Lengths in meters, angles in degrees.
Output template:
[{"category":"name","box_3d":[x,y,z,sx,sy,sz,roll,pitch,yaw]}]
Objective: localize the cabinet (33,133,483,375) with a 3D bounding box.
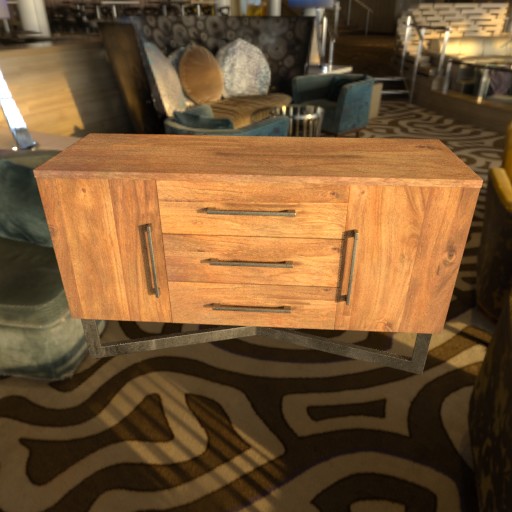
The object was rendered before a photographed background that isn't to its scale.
[{"category":"cabinet","box_3d":[0.000,0.000,1.737,1.373,0.812,0.480,2,30,3]}]
